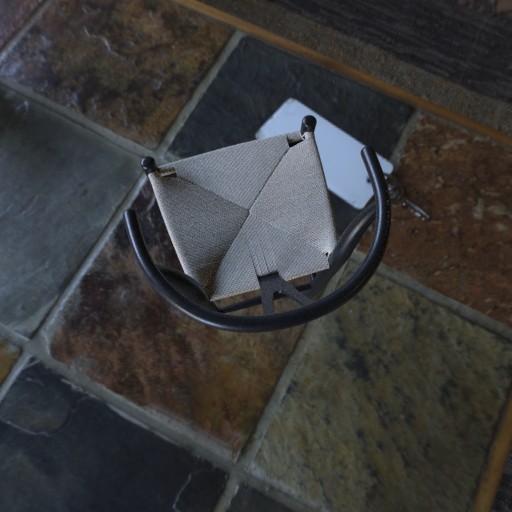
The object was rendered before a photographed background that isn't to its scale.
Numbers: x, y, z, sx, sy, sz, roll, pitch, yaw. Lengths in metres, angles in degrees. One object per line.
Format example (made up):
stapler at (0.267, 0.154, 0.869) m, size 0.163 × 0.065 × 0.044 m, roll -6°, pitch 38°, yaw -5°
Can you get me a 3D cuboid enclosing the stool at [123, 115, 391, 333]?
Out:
stool at (0.000, 0.000, 1.419) m, size 0.569 × 1.072 × 0.579 m, roll -15°, pitch 75°, yaw -4°
